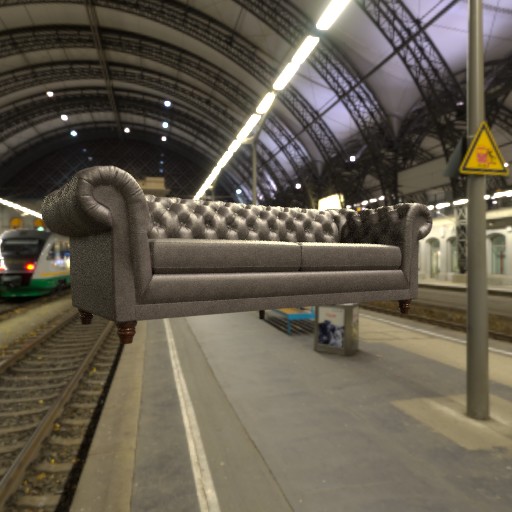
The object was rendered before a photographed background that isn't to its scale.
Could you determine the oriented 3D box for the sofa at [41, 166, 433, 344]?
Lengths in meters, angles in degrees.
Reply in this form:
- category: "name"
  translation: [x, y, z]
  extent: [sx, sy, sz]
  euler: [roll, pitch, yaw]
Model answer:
- category: "sofa"
  translation: [0.000, 0.000, 2.803]
  extent: [2.385, 0.783, 0.944]
  euler: [0, -1, -34]
